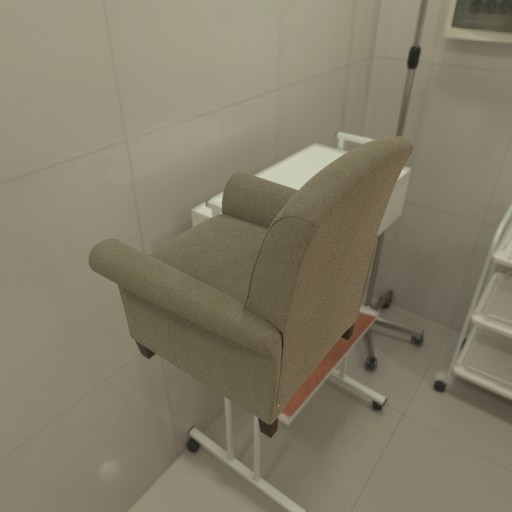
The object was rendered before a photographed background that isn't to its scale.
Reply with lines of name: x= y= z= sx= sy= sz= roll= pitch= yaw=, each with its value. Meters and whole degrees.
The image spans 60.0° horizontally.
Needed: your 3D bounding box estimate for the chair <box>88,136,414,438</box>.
chair: x=0.000 y=0.000 z=1.832 sx=0.905 sy=1.061 sz=0.978 roll=22 pitch=39 yaw=30
